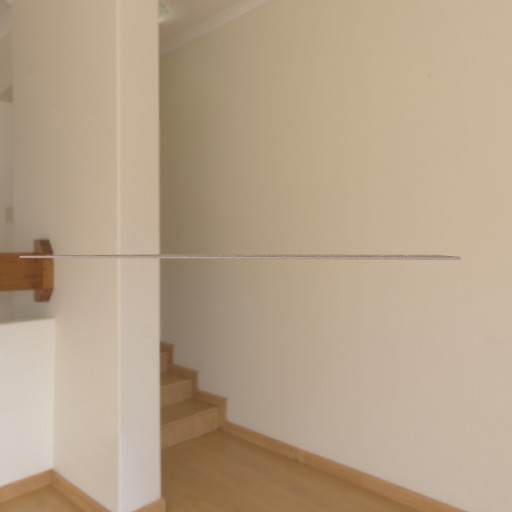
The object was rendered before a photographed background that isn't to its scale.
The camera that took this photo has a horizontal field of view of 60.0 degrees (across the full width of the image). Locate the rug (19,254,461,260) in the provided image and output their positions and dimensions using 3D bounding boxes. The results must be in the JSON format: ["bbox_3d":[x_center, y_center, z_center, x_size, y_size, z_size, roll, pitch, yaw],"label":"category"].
[{"bbox_3d":[0.000,0.000,2.884,2.260,0.013,1.600,0,1,18],"label":"rug"}]
